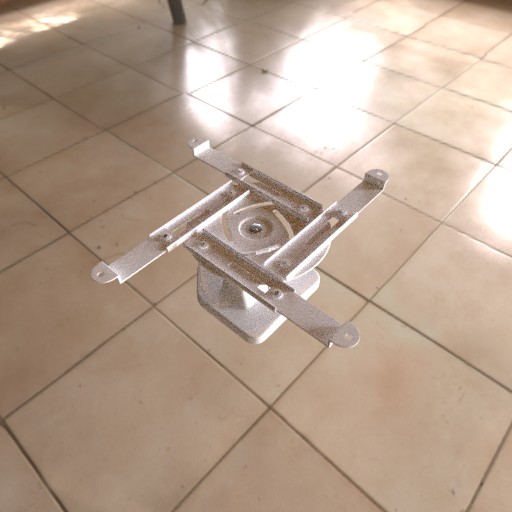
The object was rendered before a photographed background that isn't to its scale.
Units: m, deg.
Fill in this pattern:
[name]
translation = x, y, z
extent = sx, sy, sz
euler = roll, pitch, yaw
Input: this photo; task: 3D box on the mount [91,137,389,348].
[mount]
translation = 0.000, 0.000, 0.617
extent = 0.394, 0.141, 0.394
euler = 33, 55, 27
